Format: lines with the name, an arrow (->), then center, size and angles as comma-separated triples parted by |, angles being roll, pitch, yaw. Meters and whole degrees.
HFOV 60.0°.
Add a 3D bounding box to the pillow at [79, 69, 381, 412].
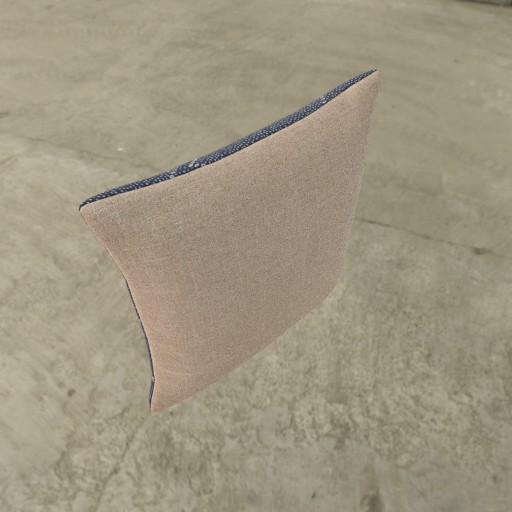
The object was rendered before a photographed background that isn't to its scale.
pillow -> 0.000, 0.000, 0.649 | 0.435, 0.428, 0.148 | -32, 54, -27
